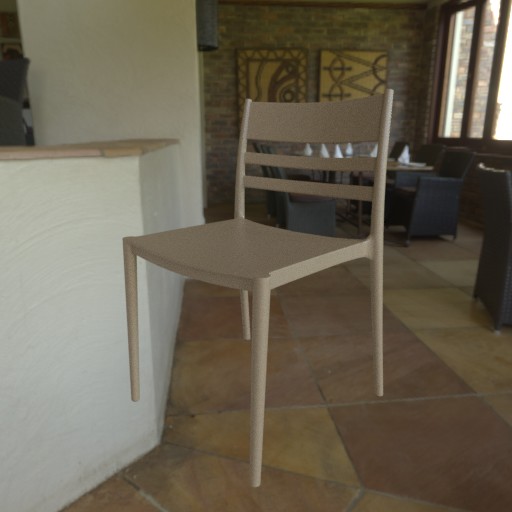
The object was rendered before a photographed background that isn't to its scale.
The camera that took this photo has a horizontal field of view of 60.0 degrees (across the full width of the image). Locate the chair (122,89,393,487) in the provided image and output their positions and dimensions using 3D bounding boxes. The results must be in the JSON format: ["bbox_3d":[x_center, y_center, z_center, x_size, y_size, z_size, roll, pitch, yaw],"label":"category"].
[{"bbox_3d":[0.000,0.000,1.131,0.531,0.800,0.511,14,21,41],"label":"chair"}]
